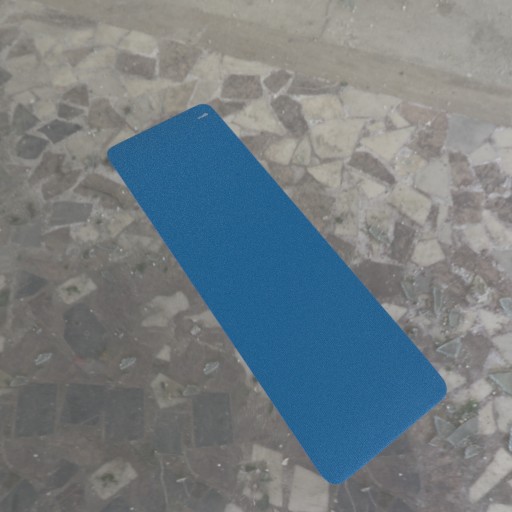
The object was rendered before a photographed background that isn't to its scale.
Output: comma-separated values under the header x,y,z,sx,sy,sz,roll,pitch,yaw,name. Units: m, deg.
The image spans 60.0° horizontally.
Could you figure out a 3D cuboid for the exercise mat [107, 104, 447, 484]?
x,y,z,sx,sy,sz,roll,pitch,yaw,name
0.000,0.000,2.011,0.616,0.021,1.869,-32,68,-14,exercise mat
